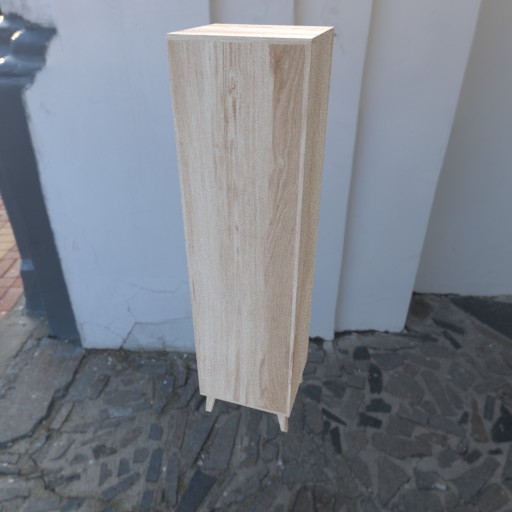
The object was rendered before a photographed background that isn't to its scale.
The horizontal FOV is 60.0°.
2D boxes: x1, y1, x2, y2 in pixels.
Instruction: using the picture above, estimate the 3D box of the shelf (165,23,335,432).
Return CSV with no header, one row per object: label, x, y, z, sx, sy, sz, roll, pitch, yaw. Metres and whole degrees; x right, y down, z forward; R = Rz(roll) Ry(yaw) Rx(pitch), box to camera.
shelf,0.000,0.000,2.150,0.510,1.960,0.450,9,33,15
